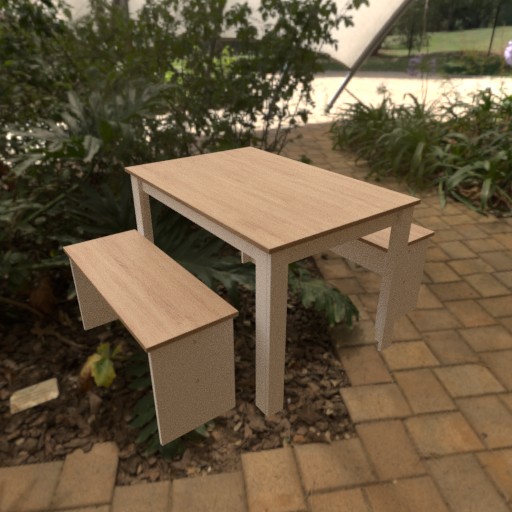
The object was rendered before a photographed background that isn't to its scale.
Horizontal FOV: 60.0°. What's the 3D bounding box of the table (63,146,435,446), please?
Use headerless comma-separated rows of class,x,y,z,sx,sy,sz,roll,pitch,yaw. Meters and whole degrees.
table,0.000,0.000,2.032,1.443,0.700,1.100,-18,32,-32
